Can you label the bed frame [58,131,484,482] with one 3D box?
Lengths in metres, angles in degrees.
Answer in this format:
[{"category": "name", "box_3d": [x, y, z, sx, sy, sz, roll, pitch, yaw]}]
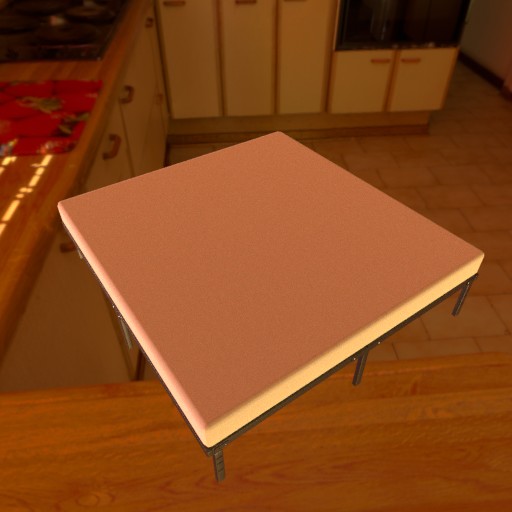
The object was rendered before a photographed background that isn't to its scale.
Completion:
[{"category": "bed frame", "box_3d": [0.000, 0.000, 3.879, 2.526, 0.680, 2.635, -25, 47, -26]}]
